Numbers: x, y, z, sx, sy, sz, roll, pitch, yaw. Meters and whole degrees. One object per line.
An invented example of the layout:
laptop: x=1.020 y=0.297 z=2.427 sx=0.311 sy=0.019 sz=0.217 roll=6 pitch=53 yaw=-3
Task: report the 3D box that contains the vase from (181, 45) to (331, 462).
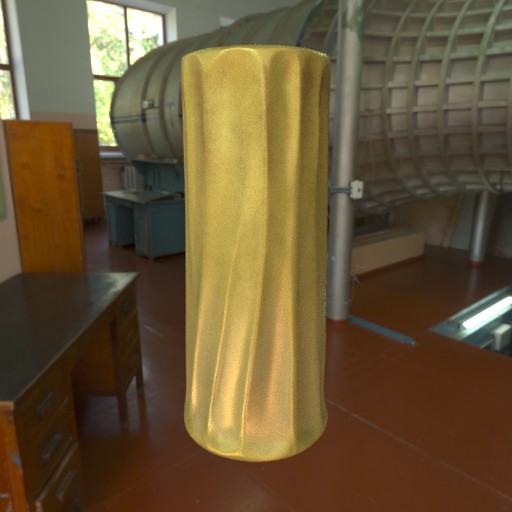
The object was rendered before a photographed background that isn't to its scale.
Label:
vase: x=0.000 y=0.000 z=0.174 sx=0.061 sy=0.143 sz=0.061 roll=0 pitch=15 yaw=0
